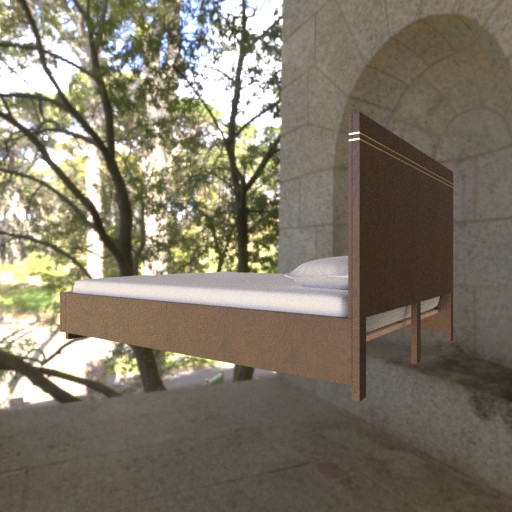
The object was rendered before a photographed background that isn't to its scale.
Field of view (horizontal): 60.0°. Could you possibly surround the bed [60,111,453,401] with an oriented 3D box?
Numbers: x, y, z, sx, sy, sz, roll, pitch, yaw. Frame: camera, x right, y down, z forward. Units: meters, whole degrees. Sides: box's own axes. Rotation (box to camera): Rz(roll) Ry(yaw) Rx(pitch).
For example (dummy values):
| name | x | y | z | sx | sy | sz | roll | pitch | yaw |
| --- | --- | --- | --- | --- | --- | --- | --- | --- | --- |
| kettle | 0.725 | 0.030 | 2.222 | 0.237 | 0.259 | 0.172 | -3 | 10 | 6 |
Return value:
| name | x | y | z | sx | sy | sz | roll | pitch | yaw |
| --- | --- | --- | --- | --- | --- | --- | --- | --- | --- |
| bed | 0.000 | 0.000 | 3.091 | 2.221 | 1.169 | 1.613 | 0 | 0 | 36 |
